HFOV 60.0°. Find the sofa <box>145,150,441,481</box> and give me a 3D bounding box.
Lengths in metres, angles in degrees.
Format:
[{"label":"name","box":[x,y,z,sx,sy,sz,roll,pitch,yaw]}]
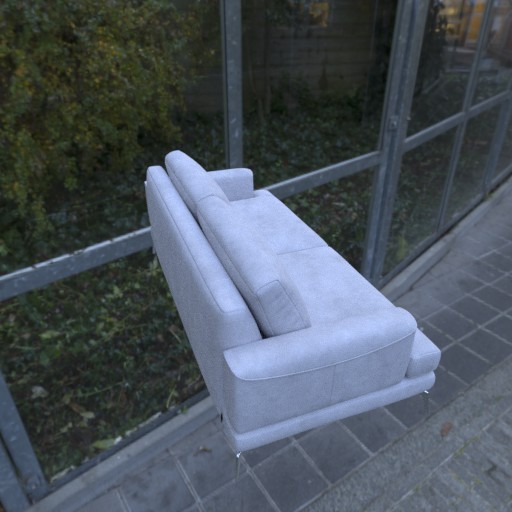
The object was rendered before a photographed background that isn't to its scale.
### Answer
[{"label":"sofa","box":[0.000,0.000,2.522,0.980,0.830,2.013,-11,32,-18]}]
